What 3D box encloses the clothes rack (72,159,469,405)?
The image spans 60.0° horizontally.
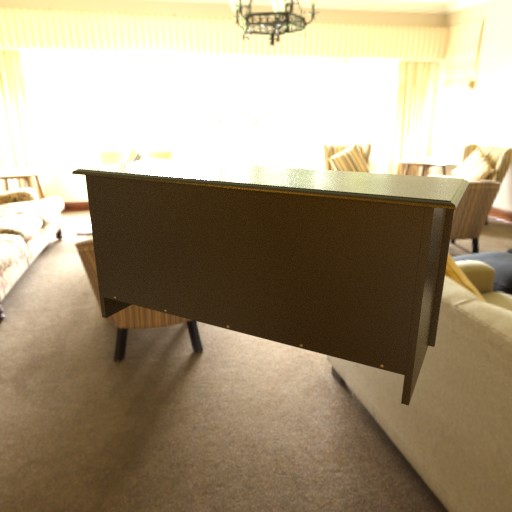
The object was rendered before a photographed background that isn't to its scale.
[{"bbox_3d":[0.000,0.000,1.505,1.219,0.556,0.406,10,21,27],"label":"clothes rack"}]
